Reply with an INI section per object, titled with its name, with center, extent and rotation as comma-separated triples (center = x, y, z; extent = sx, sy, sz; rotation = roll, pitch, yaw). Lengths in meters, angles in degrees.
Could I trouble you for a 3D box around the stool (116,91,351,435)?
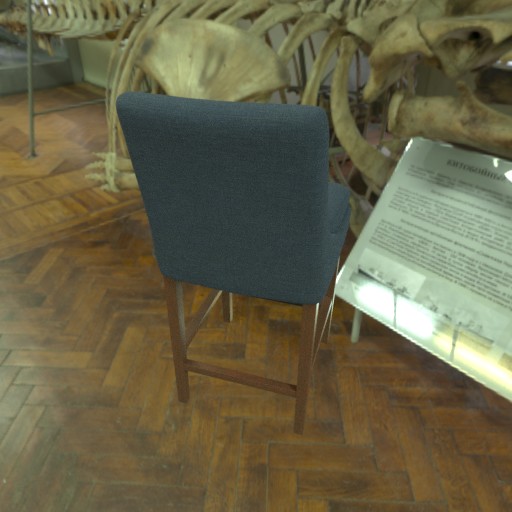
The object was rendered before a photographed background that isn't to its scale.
[stool]
center = 0.000, 0.000, 1.274
extent = 0.470, 0.981, 0.577
rotation = 10, 34, 15
